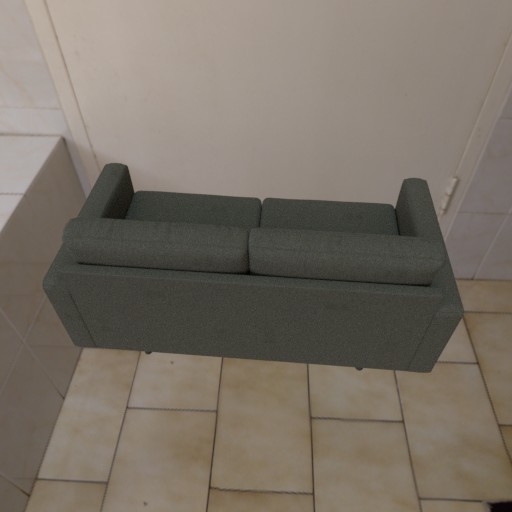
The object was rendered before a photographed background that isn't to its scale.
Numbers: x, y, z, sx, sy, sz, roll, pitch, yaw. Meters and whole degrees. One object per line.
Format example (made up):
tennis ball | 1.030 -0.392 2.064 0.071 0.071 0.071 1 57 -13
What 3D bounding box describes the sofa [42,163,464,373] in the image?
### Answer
sofa | 0.000 0.000 2.239 1.730 0.897 0.889 4 47 3
